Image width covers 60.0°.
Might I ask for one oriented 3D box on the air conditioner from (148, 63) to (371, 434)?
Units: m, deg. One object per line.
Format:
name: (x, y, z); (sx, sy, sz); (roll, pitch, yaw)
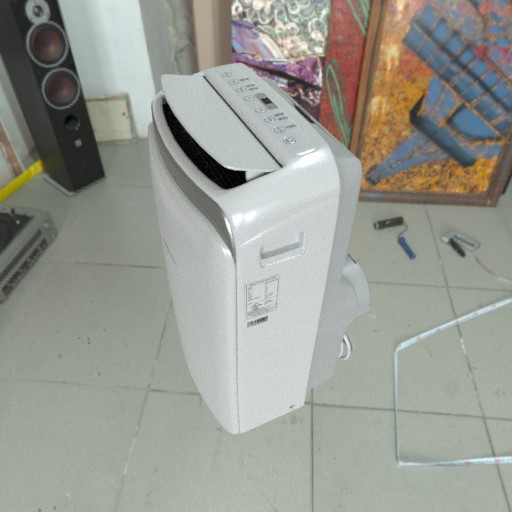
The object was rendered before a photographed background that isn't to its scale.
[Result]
air conditioner: (0.000, 0.000, 1.042); (0.414, 0.786, 0.449); (-18, 48, -17)
